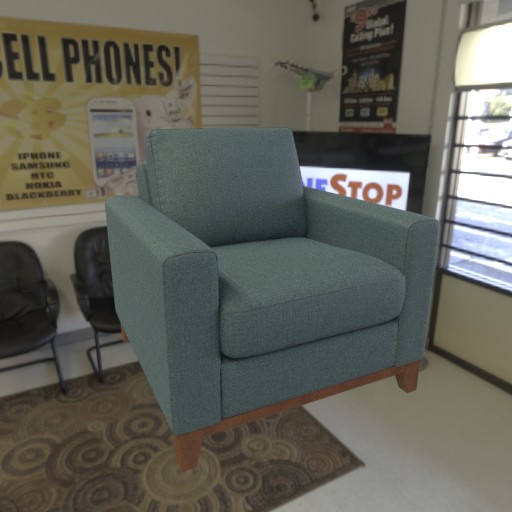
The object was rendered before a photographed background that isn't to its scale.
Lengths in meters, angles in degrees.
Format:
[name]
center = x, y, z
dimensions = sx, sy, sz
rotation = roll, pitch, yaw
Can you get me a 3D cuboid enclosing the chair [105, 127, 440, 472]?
[chair]
center = 0.000, 0.000, 1.835
dimensions = 1.024, 1.010, 1.038
rotation = -8, 19, -25
